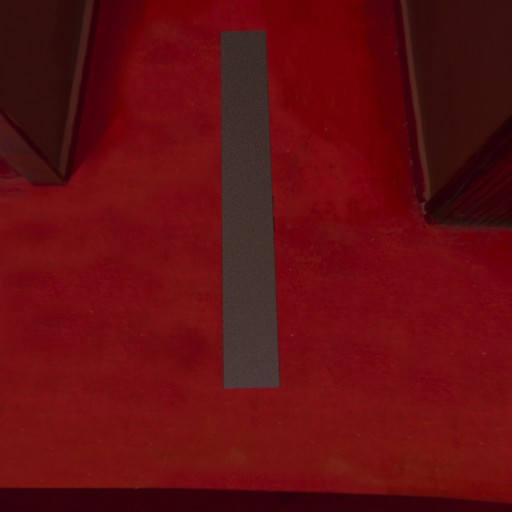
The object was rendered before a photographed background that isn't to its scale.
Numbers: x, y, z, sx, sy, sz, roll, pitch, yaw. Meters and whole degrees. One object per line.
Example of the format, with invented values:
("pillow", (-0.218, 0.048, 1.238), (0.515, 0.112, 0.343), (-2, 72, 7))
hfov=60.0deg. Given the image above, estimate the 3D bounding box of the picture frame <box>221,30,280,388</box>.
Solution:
("picture frame", (0.000, 0.000, 0.283), (0.028, 0.208, 0.157), (-1, 74, 0))
